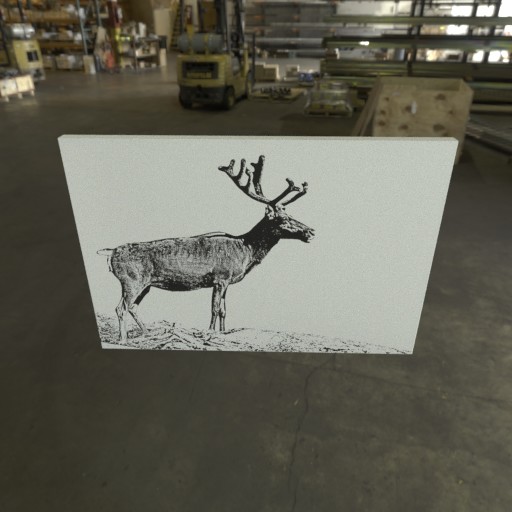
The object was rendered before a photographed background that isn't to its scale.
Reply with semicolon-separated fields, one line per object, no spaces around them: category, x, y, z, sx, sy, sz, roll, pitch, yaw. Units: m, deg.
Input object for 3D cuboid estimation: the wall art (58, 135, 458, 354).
wall art;0.000;0.000;1.162;0.906;0.617;0.033;1;29;1
